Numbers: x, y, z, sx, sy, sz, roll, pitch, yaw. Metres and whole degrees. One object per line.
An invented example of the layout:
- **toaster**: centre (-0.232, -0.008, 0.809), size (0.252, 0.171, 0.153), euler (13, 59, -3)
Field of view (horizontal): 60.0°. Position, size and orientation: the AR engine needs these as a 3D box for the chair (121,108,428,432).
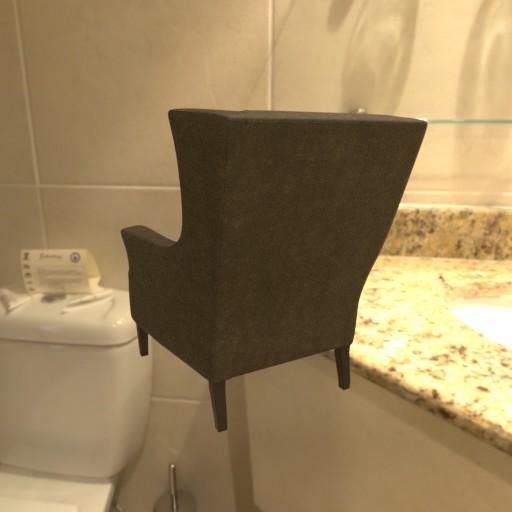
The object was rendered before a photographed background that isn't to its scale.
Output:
- **chair**: centre (0.000, 0.000, 1.668), size (0.853, 1.016, 0.926), euler (-8, 17, -28)
